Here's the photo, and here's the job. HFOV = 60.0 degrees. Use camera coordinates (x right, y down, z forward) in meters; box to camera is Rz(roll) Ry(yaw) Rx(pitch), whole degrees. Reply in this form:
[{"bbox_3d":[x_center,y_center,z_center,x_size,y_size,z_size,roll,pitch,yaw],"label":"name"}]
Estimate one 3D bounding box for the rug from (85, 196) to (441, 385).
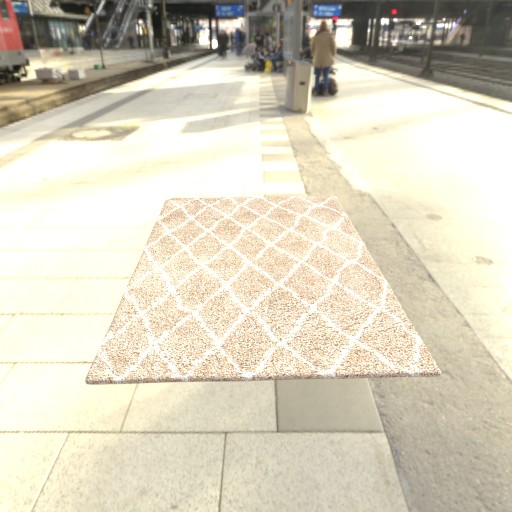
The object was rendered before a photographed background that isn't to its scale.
[{"bbox_3d":[0.000,0.000,3.422,1.778,0.030,2.743,-1,26,-2],"label":"rug"}]
